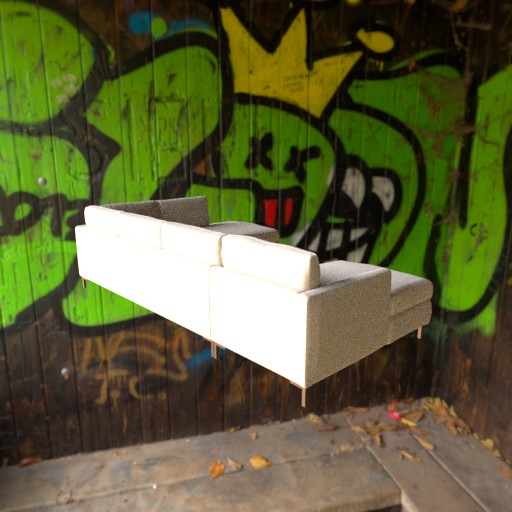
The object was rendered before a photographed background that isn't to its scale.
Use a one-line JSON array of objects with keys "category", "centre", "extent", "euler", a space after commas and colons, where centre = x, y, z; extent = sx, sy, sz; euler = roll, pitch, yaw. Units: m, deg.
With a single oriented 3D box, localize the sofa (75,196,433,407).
[{"category": "sofa", "centre": [0.000, 0.000, 3.617], "extent": [1.879, 0.756, 2.737], "euler": [-12, 18, -42]}]
